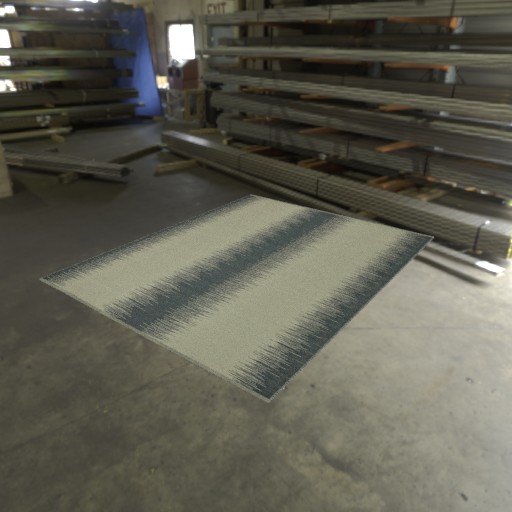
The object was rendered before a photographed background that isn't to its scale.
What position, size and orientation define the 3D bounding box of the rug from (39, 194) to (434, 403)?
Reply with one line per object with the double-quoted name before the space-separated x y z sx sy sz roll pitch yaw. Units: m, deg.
"rug" 0.000 0.000 4.266 2.453 0.004 3.037 18 31 33
